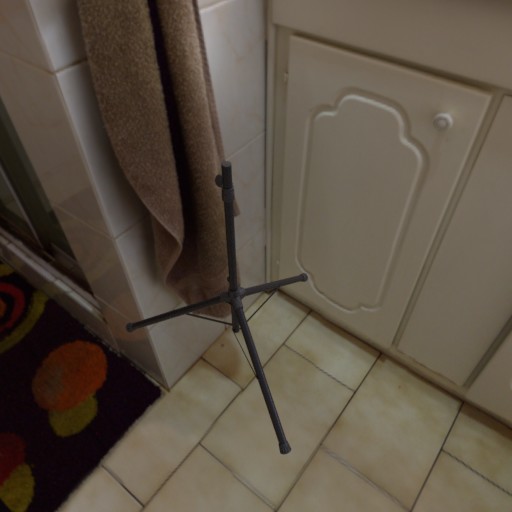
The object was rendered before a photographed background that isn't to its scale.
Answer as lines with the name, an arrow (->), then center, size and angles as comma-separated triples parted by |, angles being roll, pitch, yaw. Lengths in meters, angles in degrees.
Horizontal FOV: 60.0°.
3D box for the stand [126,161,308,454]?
stand -> 0.000, 0.000, 1.928 | 1.045, 1.136, 0.907 | 32, 55, 26
